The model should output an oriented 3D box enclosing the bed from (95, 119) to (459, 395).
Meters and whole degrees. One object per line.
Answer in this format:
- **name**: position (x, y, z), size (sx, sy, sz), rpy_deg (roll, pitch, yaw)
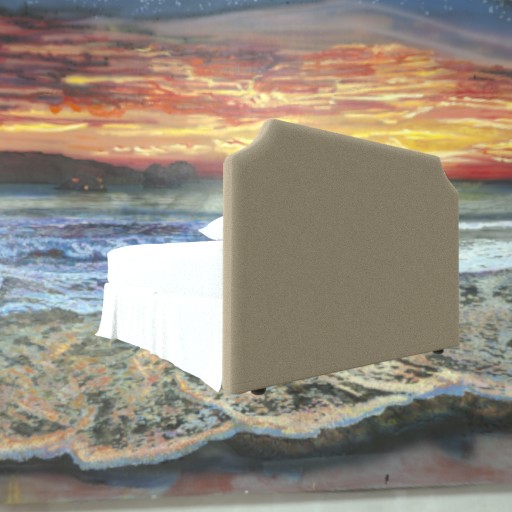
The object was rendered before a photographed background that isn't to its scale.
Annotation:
- **bed**: position (0.000, 0.000, 3.342), size (1.828, 1.301, 2.204), rpy_deg (0, 0, -36)
